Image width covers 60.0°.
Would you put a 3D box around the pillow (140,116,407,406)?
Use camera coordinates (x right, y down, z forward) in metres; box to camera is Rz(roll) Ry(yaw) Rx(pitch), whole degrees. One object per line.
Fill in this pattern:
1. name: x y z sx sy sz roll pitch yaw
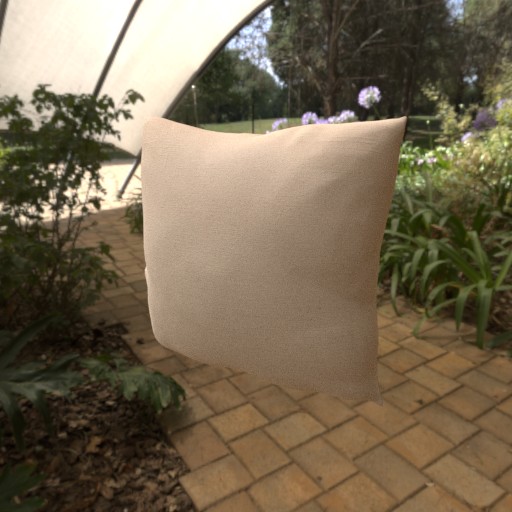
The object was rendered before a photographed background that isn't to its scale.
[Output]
1. pillow: 0.000 0.000 0.741 0.450 0.448 0.245 8 18 26
